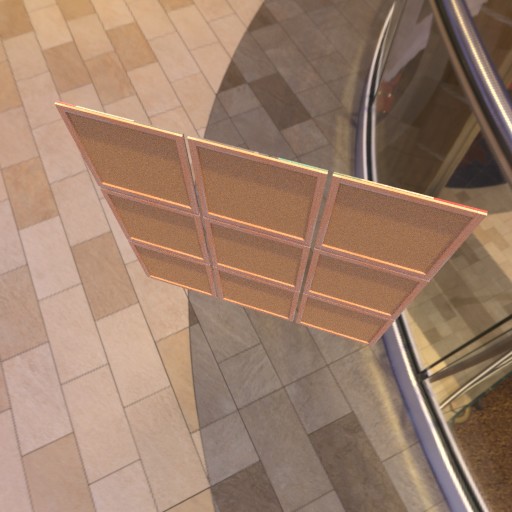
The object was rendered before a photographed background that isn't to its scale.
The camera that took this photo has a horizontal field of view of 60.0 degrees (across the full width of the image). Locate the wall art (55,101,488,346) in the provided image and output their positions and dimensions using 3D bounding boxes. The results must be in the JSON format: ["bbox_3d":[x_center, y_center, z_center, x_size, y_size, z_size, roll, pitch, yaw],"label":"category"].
[{"bbox_3d":[0.000,0.000,1.736,1.216,1.220,0.013,16,64,8],"label":"wall art"}]
